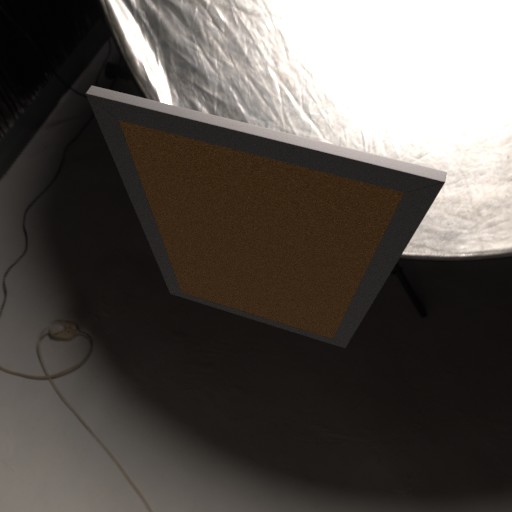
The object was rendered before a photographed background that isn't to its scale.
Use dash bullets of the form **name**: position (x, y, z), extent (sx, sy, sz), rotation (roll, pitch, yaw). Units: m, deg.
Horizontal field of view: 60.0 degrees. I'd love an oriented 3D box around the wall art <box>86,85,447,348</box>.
- **wall art**: position (0.000, 0.000, 0.683), extent (0.380, 0.534, 0.013), rotation (16, 63, 9)
